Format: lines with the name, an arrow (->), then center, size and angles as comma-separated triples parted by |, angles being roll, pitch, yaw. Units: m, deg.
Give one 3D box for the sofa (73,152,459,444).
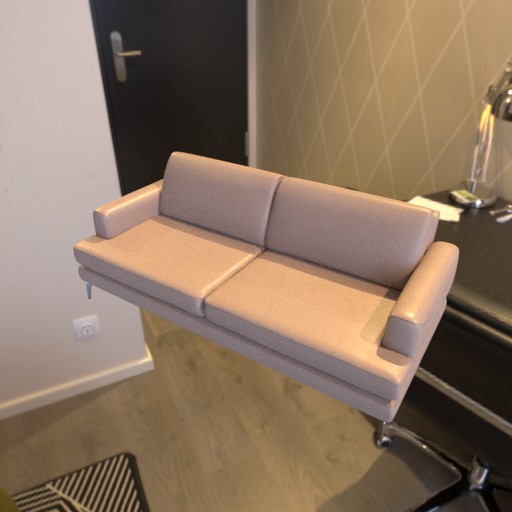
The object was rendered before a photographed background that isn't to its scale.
sofa -> 0.000, 0.000, 2.449 | 1.940, 0.765, 0.974 | 19, 35, 28
